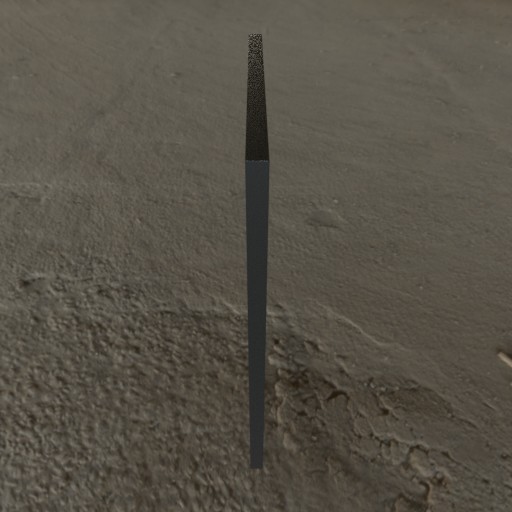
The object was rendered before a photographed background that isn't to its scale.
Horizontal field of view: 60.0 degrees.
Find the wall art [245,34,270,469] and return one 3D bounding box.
[{"bbox_3d":[0.000,0.000,1.357,0.039,1.061,0.804,0,40,0],"label":"wall art"}]
